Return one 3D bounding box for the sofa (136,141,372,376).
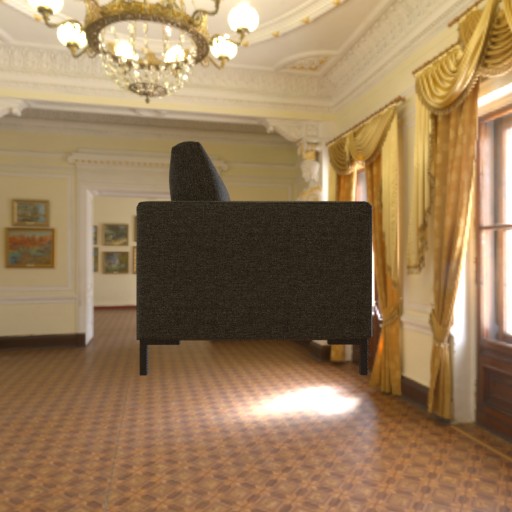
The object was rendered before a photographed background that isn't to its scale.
[{"bbox_3d":[0.000,0.000,2.686,0.876,0.879,2.253,0,-1,0],"label":"sofa"}]
